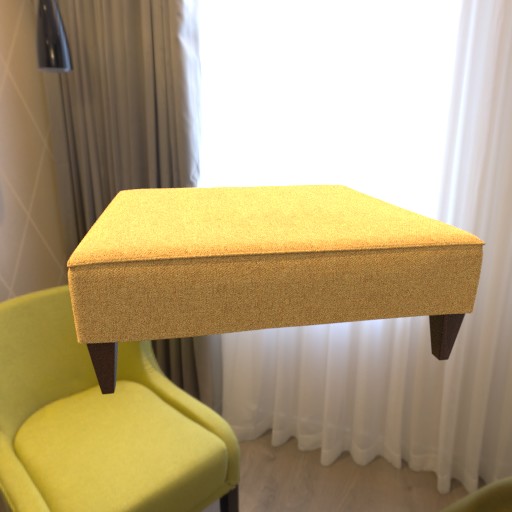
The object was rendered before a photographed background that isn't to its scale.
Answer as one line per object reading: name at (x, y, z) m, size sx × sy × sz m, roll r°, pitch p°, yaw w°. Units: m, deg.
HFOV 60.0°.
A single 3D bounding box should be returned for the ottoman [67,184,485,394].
ottoman at (0.000, 0.000, 1.488) m, size 0.981 × 0.378 × 0.970 m, roll -3°, pitch 17°, yaw -10°
